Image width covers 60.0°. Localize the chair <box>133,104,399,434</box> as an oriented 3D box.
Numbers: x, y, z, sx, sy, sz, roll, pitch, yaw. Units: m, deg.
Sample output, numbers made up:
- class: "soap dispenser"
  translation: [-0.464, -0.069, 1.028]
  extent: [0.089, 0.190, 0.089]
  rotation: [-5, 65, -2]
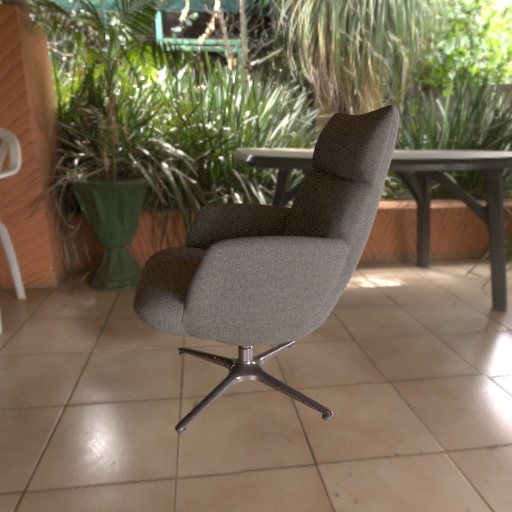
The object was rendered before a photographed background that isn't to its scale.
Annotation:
- class: "chair"
  translation: [0.000, 0.000, 1.555]
  extent: [0.831, 0.984, 0.702]
  rotation: [-2, 15, -8]
